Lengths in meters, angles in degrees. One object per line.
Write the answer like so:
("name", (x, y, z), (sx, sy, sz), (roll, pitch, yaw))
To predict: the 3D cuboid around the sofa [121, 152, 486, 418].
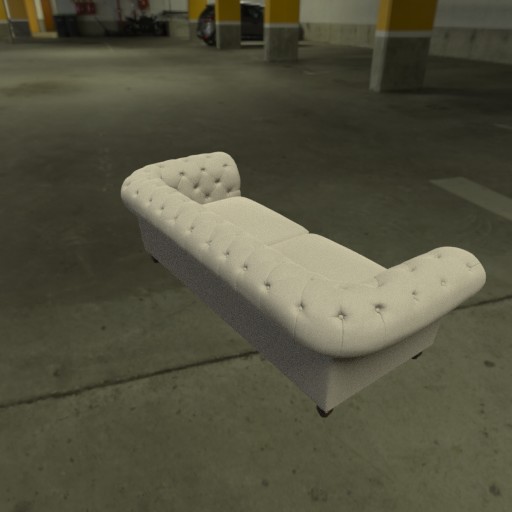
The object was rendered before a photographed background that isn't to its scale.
("sofa", (0.000, 0.000, 2.792), (0.991, 0.749, 2.411), (-19, 34, -31))
